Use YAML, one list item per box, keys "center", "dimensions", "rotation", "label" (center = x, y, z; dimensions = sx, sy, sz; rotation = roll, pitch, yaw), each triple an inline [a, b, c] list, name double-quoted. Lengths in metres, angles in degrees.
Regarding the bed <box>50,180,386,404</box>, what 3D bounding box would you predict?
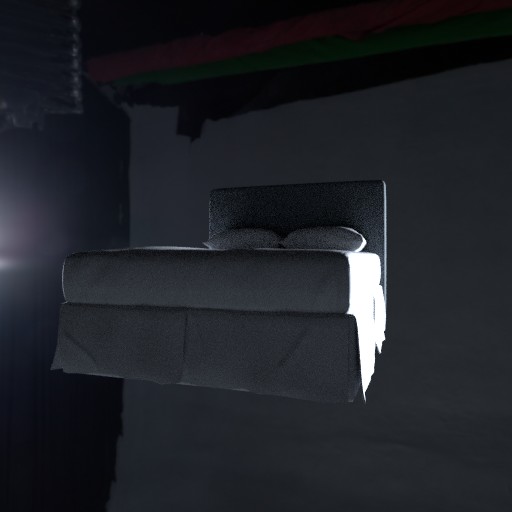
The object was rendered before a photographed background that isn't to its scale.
- center: [0.000, 0.000, 3.153]
  dimensions: [1.713, 1.330, 2.142]
  rotation: [0, 0, 19]
  label: "bed"
